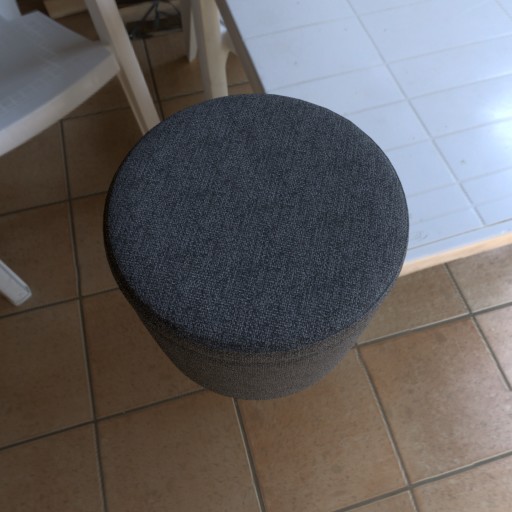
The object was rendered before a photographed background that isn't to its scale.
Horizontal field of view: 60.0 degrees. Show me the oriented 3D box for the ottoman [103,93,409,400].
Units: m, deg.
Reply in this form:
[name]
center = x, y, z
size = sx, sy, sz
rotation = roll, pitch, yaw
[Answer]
[ottoman]
center = 0.000, 0.000, 0.915
size = 0.520, 0.430, 0.520
rotation = 0, 63, 0
